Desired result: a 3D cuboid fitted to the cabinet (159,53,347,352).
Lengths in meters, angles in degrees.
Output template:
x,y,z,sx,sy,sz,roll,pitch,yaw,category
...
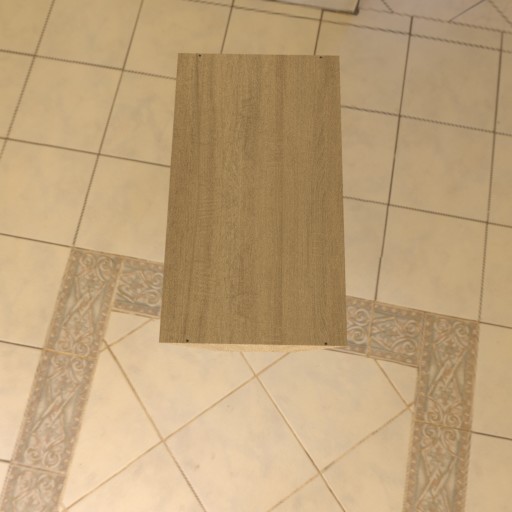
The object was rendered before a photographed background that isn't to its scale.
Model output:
x,y,z,sx,sy,sz,roll,pitch,yaw,category
0.000,0.000,2.429,0.571,1.999,1.006,1,77,0,cabinet
